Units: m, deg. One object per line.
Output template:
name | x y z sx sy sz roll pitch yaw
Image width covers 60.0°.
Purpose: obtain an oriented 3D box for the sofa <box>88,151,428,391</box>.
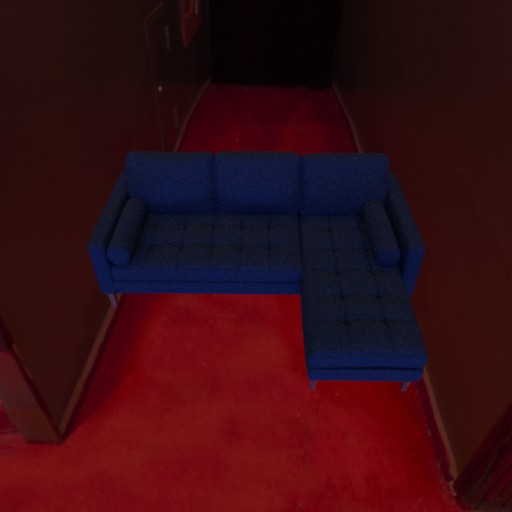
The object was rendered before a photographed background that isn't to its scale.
sofa | 0.000 0.000 3.001 2.185 0.841 1.613 1 41 1
